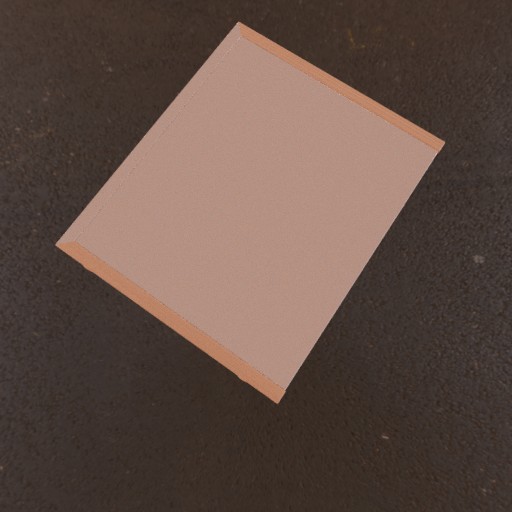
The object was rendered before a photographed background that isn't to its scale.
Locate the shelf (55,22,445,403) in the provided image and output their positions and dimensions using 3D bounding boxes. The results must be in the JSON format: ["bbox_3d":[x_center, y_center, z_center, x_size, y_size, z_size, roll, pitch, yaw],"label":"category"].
[{"bbox_3d":[0.000,0.000,0.786,0.290,0.600,0.350,34,79,8],"label":"shelf"}]
